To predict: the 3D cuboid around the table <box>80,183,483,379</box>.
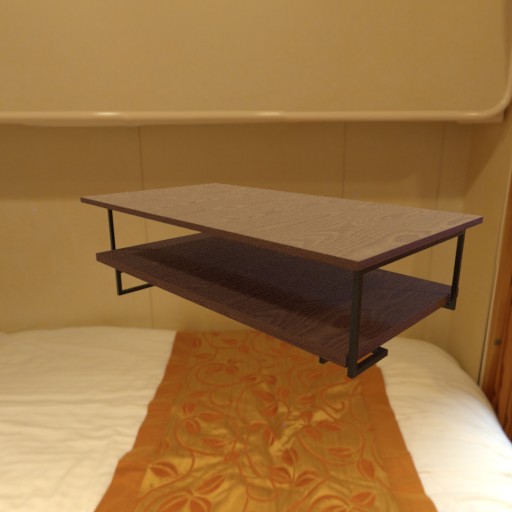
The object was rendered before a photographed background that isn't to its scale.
[{"bbox_3d":[0.000,0.000,1.505,0.651,0.347,1.197,-15,22,-43],"label":"table"}]
